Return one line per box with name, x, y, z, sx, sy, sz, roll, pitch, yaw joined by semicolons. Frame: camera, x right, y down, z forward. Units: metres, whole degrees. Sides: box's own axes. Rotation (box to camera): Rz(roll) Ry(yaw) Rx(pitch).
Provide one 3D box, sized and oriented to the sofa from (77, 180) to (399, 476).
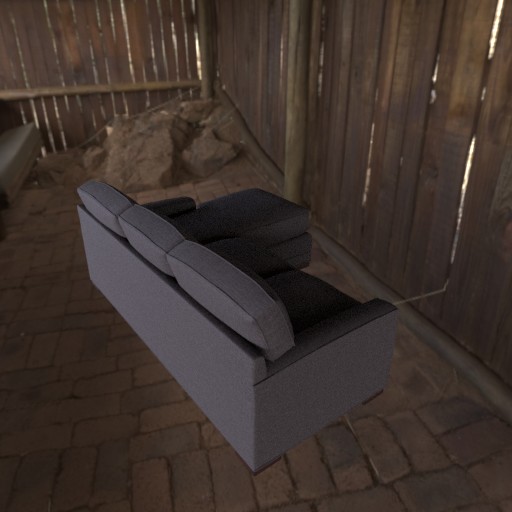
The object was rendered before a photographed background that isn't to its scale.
sofa;0.000;0.000;3.243;1.790;0.973;2.370;-18;32;-32
